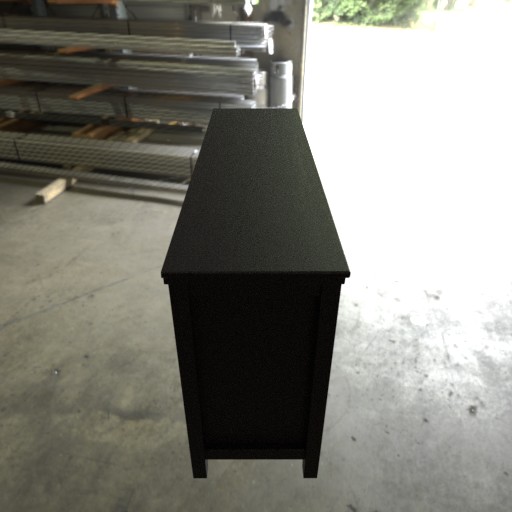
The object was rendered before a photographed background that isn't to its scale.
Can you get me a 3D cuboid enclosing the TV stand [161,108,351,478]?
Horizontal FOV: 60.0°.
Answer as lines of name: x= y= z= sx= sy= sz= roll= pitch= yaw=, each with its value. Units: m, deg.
TV stand: x=0.000 y=0.000 z=1.487 sx=0.347 sy=0.681 sz=1.198 roll=0 pitch=32 yaw=0
